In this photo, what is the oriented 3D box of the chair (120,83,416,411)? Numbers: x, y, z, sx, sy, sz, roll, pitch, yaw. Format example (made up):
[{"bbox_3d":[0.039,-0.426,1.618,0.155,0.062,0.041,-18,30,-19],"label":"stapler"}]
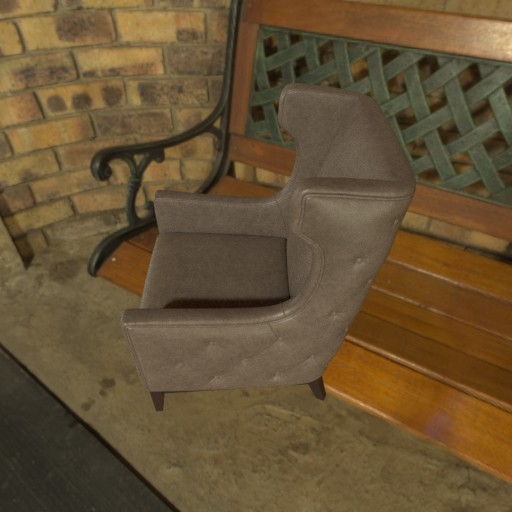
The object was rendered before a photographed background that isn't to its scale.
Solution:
[{"bbox_3d":[0.000,0.000,1.708,0.899,1.079,0.769,0,43,0],"label":"chair"}]
